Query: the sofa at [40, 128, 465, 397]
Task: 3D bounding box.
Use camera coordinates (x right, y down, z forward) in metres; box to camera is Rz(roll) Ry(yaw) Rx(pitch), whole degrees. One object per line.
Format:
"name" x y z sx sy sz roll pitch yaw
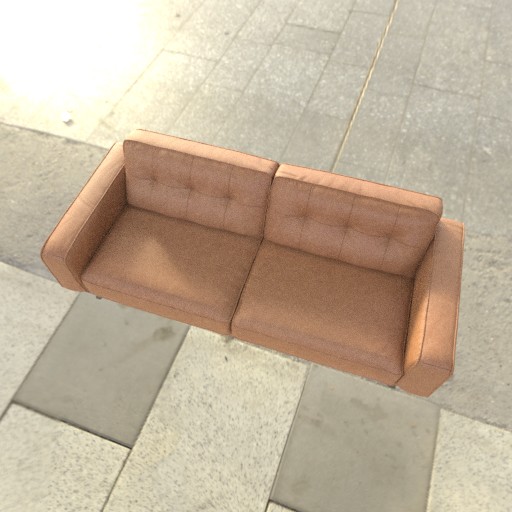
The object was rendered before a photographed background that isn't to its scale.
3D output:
"sofa" 0.000 0.000 2.645 2.270 0.780 0.953 15 58 10
